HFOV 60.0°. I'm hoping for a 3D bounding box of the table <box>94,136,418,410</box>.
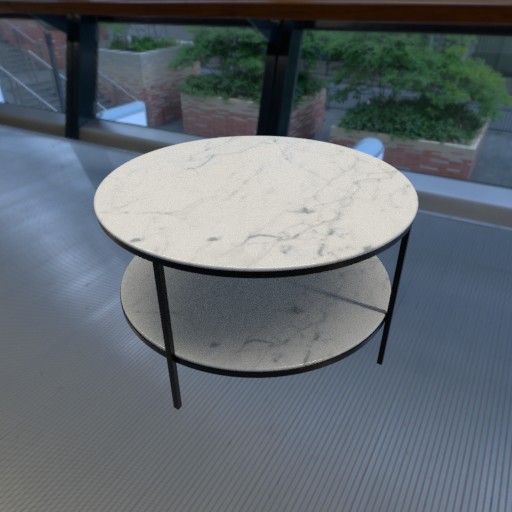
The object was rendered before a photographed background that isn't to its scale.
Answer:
[{"bbox_3d":[0.000,0.000,1.261,0.800,0.450,0.800,0,32,0],"label":"table"}]
